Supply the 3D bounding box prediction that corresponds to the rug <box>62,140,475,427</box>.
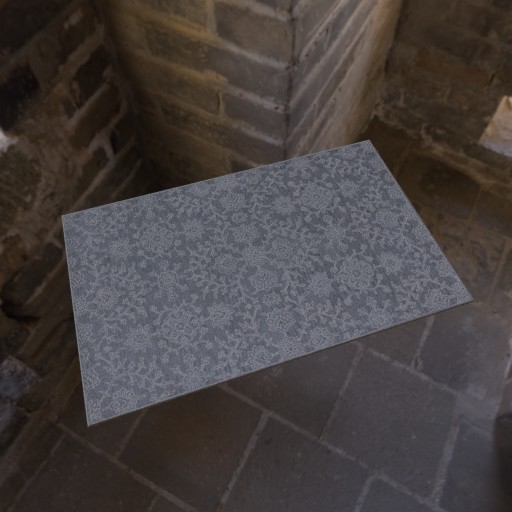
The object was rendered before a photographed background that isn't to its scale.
[{"bbox_3d":[0.000,0.000,2.997,2.430,0.010,1.515,-16,59,-10],"label":"rug"}]
